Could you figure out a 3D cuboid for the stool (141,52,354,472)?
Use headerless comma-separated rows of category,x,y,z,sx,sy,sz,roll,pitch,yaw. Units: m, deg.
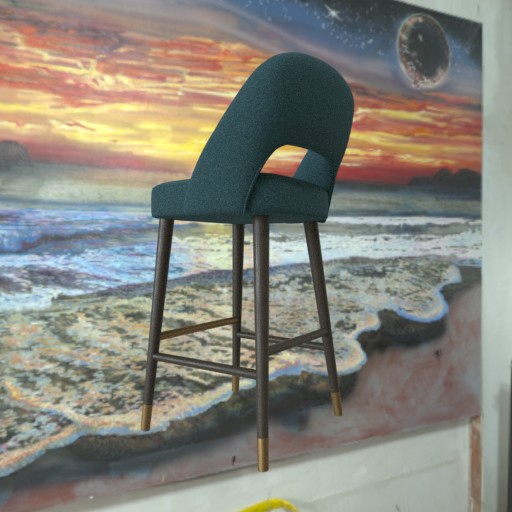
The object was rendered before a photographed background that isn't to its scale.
stool,0.000,0.000,1.344,0.522,1.032,0.536,1,1,35
